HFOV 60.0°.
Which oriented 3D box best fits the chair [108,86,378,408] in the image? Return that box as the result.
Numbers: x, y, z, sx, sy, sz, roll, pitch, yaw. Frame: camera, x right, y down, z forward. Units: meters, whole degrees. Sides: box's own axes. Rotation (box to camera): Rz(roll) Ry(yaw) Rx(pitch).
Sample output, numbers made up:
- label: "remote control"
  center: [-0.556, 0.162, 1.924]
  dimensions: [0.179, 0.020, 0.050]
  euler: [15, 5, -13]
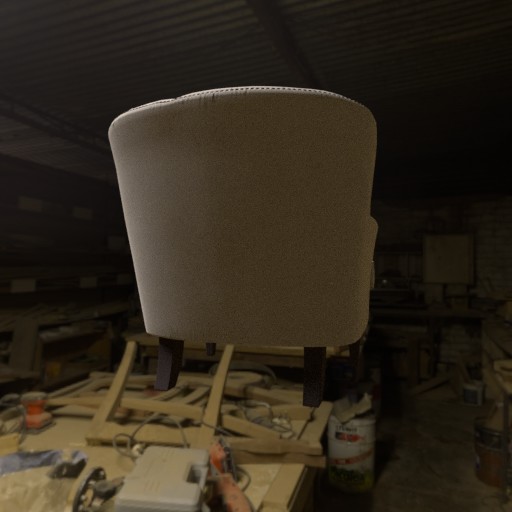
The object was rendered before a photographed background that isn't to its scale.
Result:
- label: "chair"
  center: [0.000, 0.000, 1.568]
  dimensions: [0.848, 0.868, 0.906]
  euler: [0, 0, 19]
